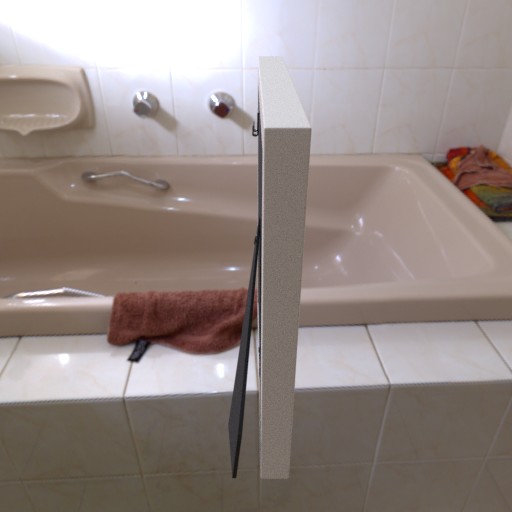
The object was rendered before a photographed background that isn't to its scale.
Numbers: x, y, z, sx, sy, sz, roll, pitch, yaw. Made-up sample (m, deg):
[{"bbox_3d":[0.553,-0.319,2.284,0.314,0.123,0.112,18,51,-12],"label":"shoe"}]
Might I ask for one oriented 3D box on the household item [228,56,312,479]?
[{"bbox_3d":[0.000,0.000,0.334,0.045,0.250,0.200,0,32,0],"label":"household item"}]
